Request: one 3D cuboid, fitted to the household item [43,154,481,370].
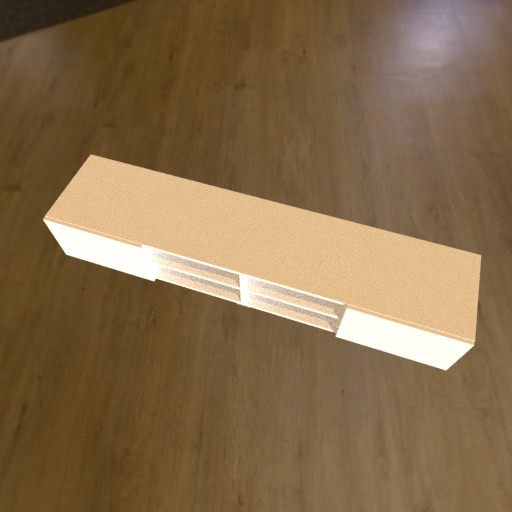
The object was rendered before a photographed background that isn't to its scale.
[{"bbox_3d":[0.000,0.000,2.039,1.850,0.310,0.420,16,59,10],"label":"household item"}]
